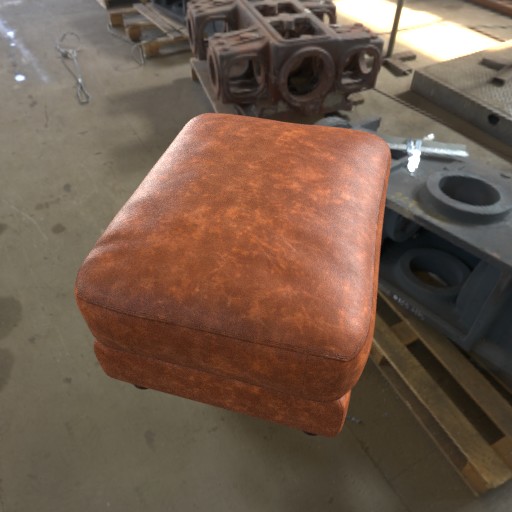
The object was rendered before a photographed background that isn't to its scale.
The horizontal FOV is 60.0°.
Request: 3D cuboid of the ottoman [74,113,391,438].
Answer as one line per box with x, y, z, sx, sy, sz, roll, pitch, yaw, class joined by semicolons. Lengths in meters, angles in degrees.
0.000;0.000;1.263;0.657;0.562;0.832;11;47;11;ottoman
